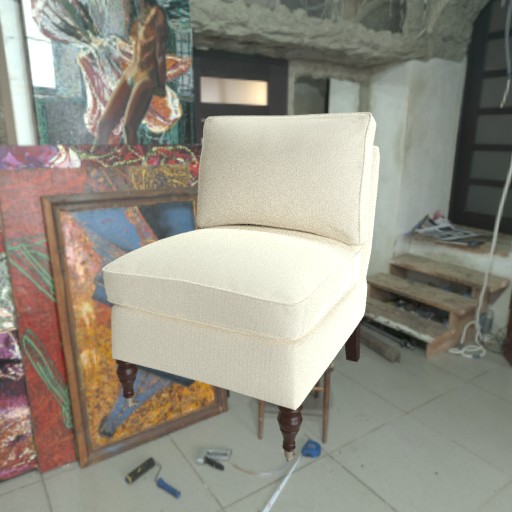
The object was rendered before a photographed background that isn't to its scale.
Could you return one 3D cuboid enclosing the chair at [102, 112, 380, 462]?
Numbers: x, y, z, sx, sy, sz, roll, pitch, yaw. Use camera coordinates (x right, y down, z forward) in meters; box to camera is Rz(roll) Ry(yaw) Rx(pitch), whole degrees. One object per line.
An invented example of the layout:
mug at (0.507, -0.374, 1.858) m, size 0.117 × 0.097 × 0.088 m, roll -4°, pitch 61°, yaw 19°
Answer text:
chair at (0.000, 0.000, 1.424) m, size 0.630 × 0.887 × 0.781 m, roll 7°, pitch 17°, yaw 26°
